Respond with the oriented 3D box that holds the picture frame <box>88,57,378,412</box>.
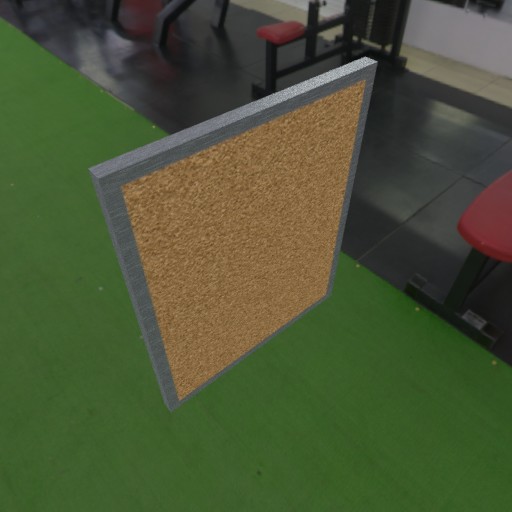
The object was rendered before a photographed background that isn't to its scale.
[{"bbox_3d":[0.000,0.000,0.772,0.454,0.559,0.029,-31,54,-27],"label":"picture frame"}]
